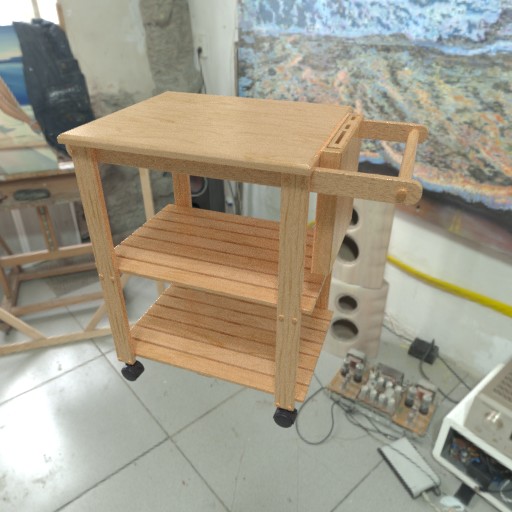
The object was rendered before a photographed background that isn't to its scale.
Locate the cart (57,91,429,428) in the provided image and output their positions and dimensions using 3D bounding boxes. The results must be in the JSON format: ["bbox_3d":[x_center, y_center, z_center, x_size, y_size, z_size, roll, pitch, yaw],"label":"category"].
[{"bbox_3d":[0.000,0.000,1.343,0.843,0.816,0.520,11,33,17],"label":"cart"}]
